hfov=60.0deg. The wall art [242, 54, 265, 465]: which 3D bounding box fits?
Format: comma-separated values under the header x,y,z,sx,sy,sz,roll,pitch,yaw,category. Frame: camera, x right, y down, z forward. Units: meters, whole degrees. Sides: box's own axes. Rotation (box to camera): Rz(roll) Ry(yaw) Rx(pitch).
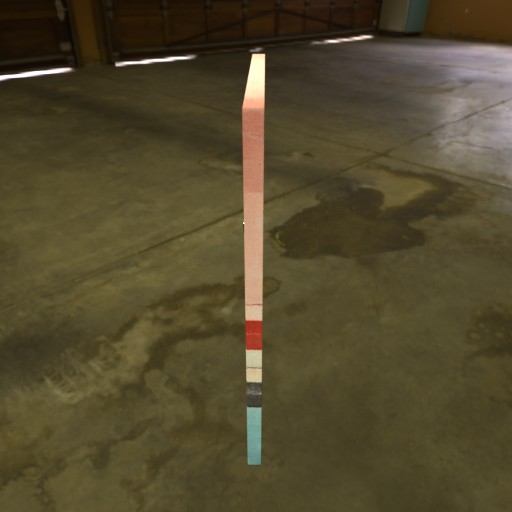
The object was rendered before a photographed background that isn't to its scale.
x,y,z,sx,sy,sz,roll,pitch,yaw,category
0.000,0.000,1.184,0.038,0.914,0.610,1,31,1,wall art
